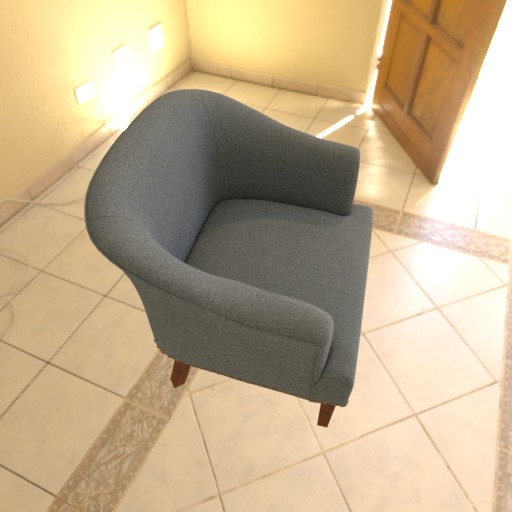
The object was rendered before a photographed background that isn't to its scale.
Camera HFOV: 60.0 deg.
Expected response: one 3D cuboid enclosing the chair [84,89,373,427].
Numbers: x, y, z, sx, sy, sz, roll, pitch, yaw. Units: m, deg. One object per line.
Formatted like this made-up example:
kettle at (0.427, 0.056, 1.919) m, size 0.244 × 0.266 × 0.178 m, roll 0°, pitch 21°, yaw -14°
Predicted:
chair at (0.000, 0.000, 1.399) m, size 0.704 × 0.815 × 0.798 m, roll 11°, pitch 48°, yaw 10°
